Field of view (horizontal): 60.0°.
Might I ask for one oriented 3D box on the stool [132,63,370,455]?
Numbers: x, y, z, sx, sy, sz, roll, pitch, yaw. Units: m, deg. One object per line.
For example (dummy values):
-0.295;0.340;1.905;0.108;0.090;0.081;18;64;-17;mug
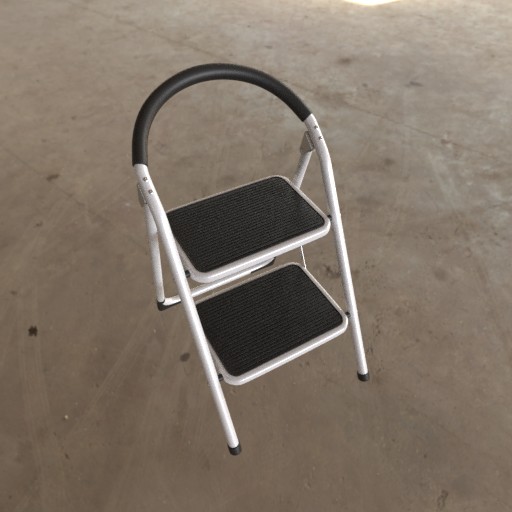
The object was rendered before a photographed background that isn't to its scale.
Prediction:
0.000;0.000;1.102;0.453;0.760;0.559;-22;50;-20;stool
